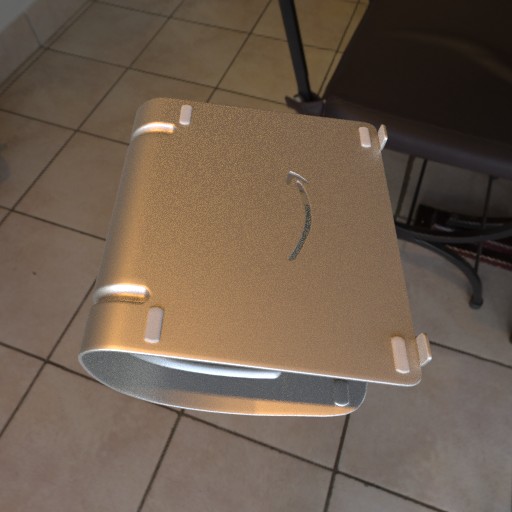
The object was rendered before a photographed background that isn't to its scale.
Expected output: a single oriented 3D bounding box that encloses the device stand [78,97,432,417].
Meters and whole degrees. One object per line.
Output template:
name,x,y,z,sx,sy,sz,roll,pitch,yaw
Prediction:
device stand,0.000,0.000,0.400,0.236,0.155,0.256,1,58,1
